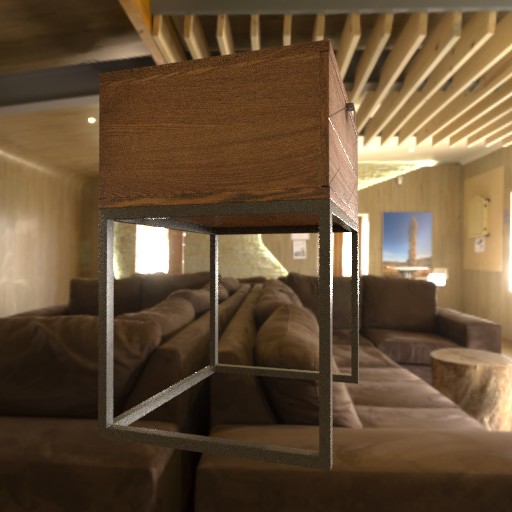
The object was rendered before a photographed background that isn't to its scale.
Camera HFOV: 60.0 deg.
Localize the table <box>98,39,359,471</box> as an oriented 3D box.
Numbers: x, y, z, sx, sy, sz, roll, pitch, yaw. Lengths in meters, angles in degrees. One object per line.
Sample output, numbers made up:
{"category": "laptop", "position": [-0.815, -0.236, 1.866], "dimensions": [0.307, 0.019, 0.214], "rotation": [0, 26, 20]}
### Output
{"category": "table", "position": [0.000, 0.000, 0.911], "dimensions": [0.400, 0.610, 0.482], "rotation": [0, -1, 18]}
